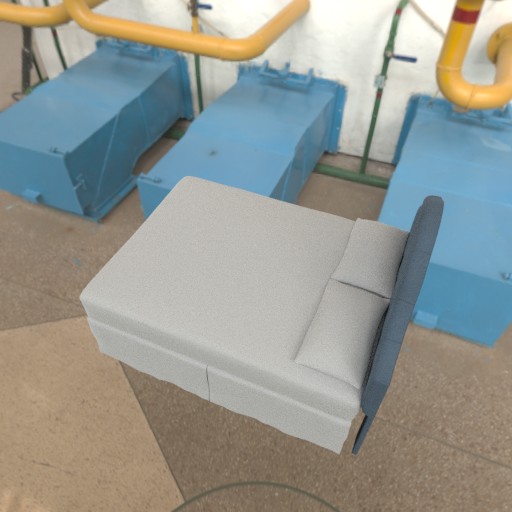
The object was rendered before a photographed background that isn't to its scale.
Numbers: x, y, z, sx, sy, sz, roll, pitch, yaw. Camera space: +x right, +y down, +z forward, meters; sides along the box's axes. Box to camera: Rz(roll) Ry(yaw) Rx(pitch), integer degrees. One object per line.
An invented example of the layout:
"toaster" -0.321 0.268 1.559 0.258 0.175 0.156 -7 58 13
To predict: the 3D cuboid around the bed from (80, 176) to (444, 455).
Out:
"bed" 0.000 0.000 3.213 2.155 1.575 1.636 18 50 16
